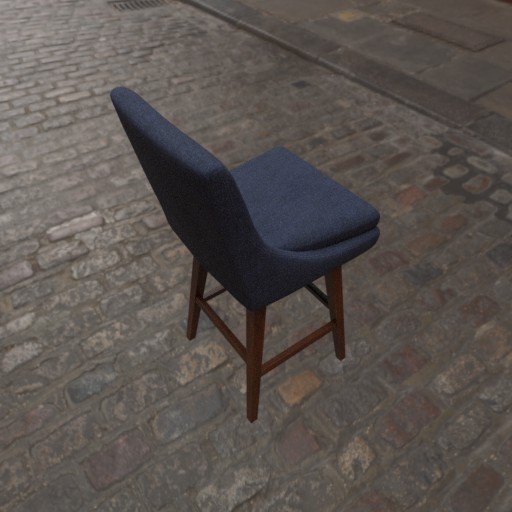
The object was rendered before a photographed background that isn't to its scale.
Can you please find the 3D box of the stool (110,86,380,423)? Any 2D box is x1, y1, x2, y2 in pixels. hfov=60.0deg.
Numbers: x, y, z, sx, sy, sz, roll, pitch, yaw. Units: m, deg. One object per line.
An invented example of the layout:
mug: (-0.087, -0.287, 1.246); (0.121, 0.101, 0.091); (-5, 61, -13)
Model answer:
stool: (0.000, 0.000, 1.388); (0.572, 1.068, 0.489); (-27, 50, -25)
